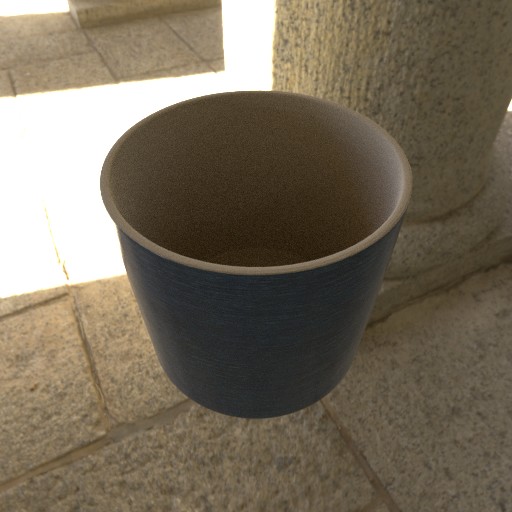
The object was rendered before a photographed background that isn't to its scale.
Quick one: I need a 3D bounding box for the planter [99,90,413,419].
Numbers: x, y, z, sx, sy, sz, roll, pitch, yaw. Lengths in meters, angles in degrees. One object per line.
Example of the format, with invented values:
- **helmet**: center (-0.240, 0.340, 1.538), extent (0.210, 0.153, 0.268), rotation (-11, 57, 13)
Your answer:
- **planter**: center (0.000, 0.000, 0.394), extent (0.221, 0.201, 0.221), rotation (0, 46, 0)
